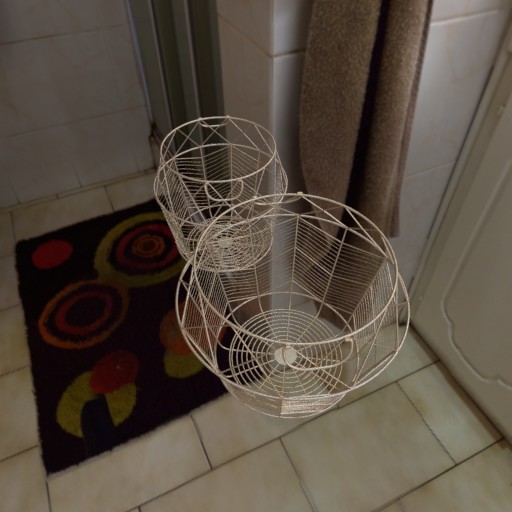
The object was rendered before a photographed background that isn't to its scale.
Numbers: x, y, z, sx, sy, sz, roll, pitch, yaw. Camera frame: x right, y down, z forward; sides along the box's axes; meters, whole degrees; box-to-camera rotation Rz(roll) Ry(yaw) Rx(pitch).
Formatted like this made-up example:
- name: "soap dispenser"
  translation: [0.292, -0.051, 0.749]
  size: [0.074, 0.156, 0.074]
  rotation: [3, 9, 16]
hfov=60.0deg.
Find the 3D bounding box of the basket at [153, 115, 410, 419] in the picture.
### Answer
- name: "basket"
  translation: [0.000, 0.000, 1.033]
  size: [0.451, 0.343, 0.805]
  rotation: [-17, 49, -16]
